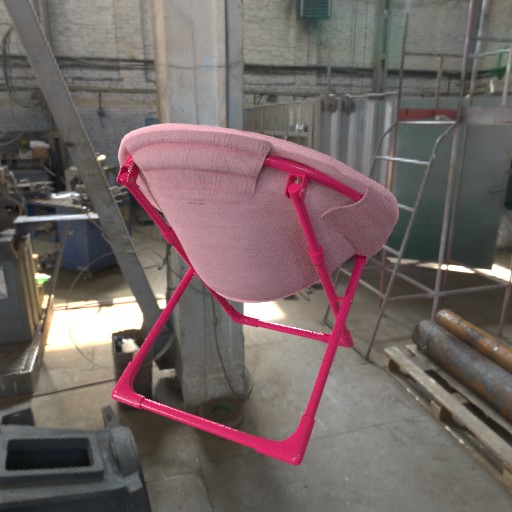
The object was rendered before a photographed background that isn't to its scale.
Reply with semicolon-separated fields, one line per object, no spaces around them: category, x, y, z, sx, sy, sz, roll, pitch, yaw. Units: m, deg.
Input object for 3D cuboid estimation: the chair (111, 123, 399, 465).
chair;0.000;0.000;0.864;0.522;0.494;0.459;8;18;26
